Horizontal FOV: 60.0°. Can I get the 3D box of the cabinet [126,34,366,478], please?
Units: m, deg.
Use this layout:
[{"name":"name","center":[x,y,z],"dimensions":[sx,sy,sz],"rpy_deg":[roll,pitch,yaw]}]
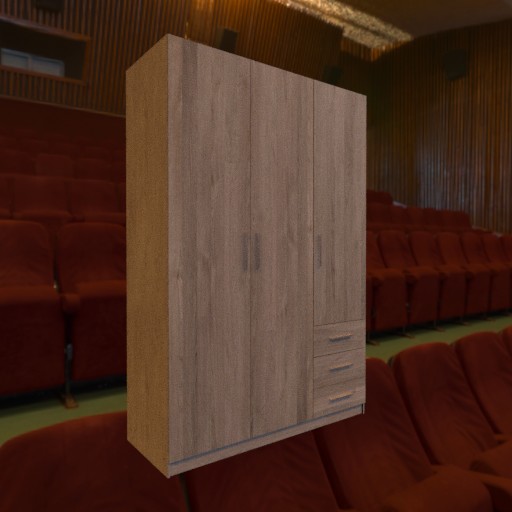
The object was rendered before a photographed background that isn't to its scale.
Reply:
[{"name":"cabinet","center":[0.000,0.000,2.474],"dimensions":[1.290,1.910,0.510],"rpy_deg":[-1,1,-36]}]
